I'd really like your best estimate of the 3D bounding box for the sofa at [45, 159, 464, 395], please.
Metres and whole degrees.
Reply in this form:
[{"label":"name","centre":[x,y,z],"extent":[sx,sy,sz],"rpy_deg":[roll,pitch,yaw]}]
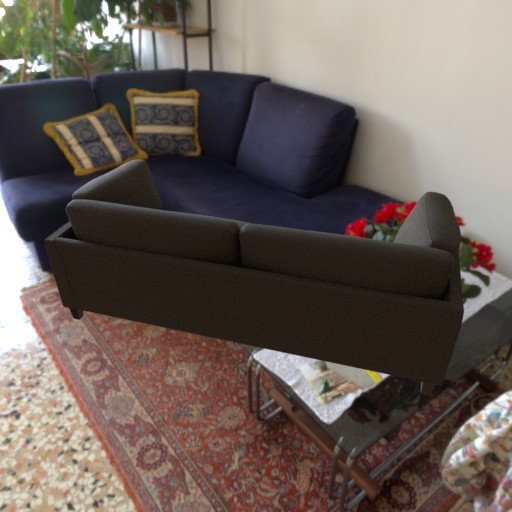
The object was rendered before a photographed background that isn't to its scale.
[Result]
[{"label":"sofa","centre":[0.000,0.000,2.755],"extent":[2.312,0.792,0.969],"rpy_deg":[9,33,14]}]
